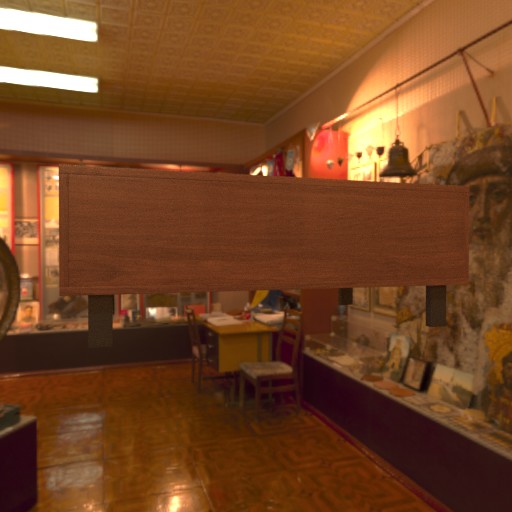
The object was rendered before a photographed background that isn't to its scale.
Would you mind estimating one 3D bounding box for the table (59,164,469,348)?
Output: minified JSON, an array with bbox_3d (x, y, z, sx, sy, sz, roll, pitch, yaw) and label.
[{"bbox_3d":[0.000,0.000,1.333,1.020,0.380,0.600,0,1,-17],"label":"table"}]
